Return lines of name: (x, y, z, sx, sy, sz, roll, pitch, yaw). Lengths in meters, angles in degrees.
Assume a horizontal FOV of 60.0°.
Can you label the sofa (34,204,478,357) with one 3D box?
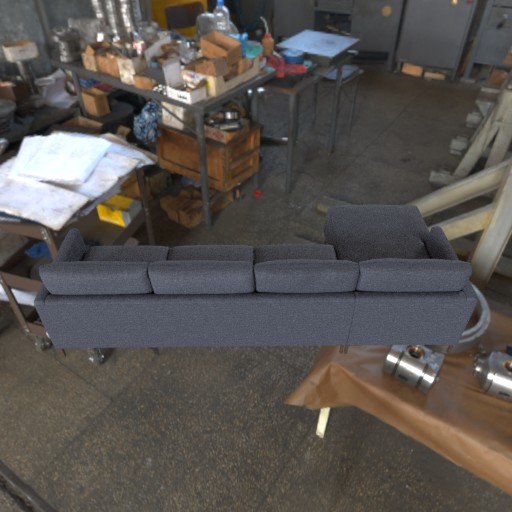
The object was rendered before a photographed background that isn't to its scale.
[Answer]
sofa: (0.000, 0.000, 2.903, 2.445, 0.673, 1.125, 0, 41, -1)
